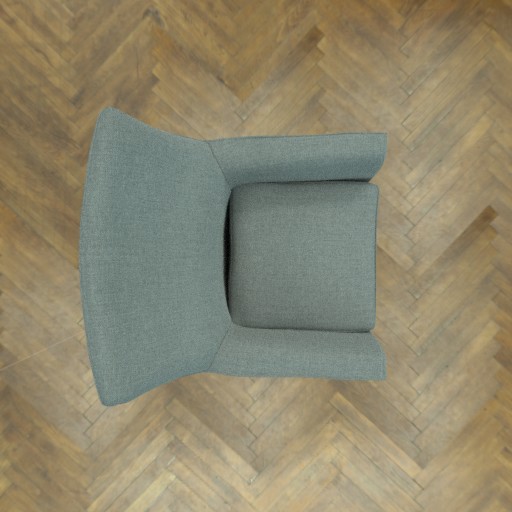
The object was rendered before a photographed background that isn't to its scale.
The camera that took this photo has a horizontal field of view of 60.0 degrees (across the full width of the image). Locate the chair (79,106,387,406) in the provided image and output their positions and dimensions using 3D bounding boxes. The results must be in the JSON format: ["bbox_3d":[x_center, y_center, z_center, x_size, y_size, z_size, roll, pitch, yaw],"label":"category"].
[{"bbox_3d":[0.000,0.000,1.751,0.993,1.047,0.887,0,91,0],"label":"chair"}]
